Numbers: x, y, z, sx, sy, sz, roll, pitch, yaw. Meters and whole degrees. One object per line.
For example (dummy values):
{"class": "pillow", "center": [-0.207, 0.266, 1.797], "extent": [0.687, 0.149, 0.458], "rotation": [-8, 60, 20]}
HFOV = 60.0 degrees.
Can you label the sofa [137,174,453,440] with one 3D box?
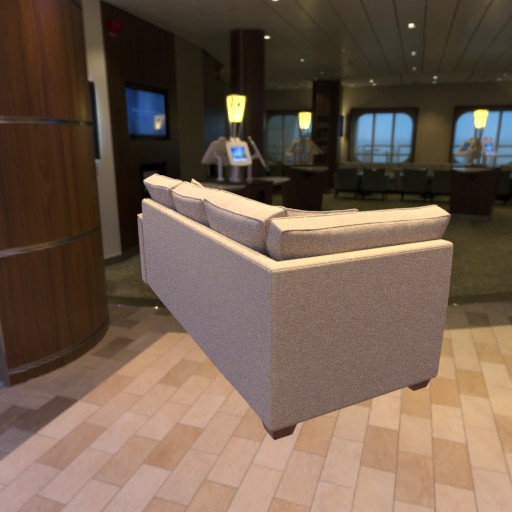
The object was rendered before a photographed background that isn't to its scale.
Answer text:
{"class": "sofa", "center": [0.000, 0.000, 2.935], "extent": [1.061, 0.962, 2.317], "rotation": [-7, 17, -26]}
